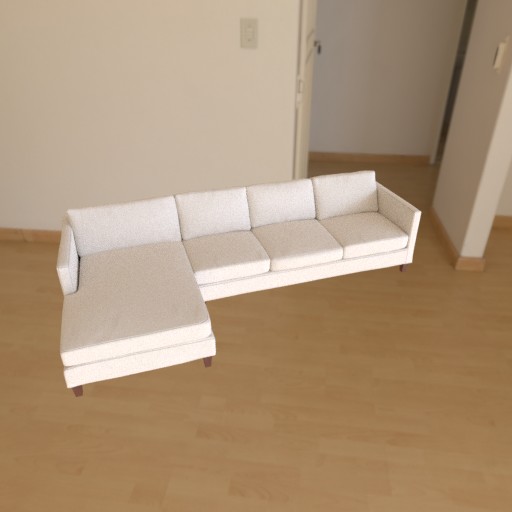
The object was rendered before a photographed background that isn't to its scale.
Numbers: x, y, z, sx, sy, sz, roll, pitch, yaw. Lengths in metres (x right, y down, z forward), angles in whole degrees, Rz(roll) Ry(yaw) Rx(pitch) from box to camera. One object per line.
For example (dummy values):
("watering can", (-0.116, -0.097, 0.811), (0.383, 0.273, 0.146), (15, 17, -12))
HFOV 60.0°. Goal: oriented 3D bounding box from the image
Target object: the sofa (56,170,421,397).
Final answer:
("sofa", (0.000, 0.000, 3.903), (3.186, 0.846, 1.625), (-9, 32, -15))
